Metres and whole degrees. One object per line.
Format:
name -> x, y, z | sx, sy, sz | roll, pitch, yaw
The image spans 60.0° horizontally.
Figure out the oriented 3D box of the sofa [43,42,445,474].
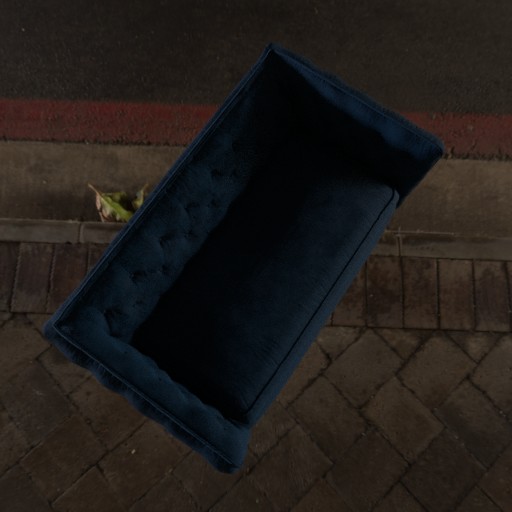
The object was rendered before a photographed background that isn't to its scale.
sofa -> 0.000, 0.000, 2.088 | 0.909, 0.810, 1.583 | 34, 78, 8
